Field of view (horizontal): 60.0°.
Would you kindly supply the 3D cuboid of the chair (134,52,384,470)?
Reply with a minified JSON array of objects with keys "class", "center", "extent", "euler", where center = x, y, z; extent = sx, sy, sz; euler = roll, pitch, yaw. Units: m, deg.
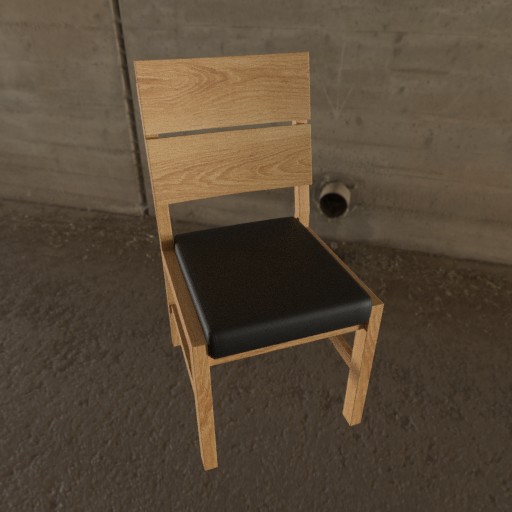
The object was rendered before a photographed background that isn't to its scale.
[{"class":"chair","center":[0.000,0.000,1.225],"extent":[0.475,0.950,0.569],"euler":[-10,34,-16]}]
